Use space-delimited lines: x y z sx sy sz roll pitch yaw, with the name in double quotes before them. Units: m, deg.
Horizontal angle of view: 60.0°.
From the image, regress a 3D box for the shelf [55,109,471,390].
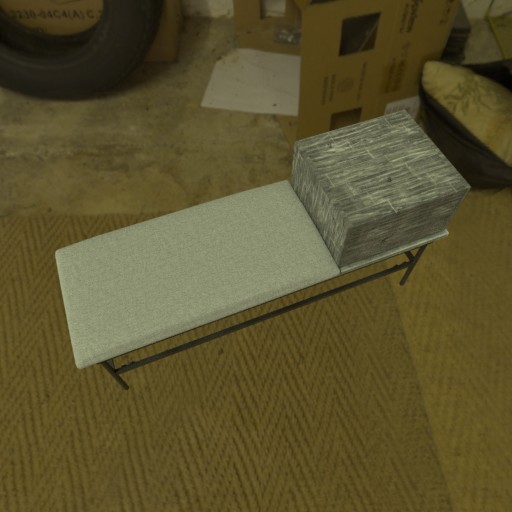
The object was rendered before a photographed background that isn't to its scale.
"shelf" 0.000 0.000 1.650 1.342 0.633 0.457 -19 60 -11
